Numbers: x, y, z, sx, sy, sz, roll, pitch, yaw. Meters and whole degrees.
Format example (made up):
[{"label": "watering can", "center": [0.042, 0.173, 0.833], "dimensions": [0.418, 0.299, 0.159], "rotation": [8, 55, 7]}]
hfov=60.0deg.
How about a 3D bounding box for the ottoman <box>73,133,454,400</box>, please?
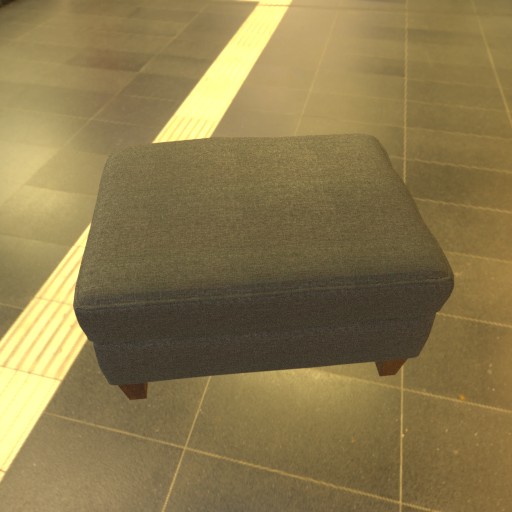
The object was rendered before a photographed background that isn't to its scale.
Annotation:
[{"label": "ottoman", "center": [0.000, 0.000, 1.261], "dimensions": [0.826, 0.496, 0.639], "rotation": [-4, 45, -4]}]
